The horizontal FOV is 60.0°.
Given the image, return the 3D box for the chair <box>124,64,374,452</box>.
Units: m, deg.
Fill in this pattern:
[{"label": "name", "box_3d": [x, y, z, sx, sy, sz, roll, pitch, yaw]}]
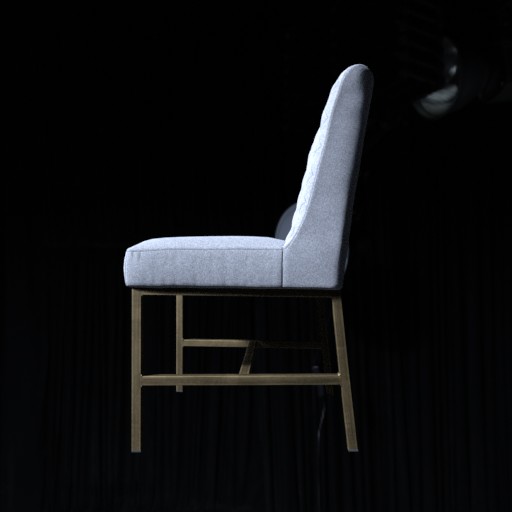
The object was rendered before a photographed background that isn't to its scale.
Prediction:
[{"label": "chair", "box_3d": [0.000, 0.000, 1.232, 0.587, 0.889, 0.508, 0, 0, 2]}]
